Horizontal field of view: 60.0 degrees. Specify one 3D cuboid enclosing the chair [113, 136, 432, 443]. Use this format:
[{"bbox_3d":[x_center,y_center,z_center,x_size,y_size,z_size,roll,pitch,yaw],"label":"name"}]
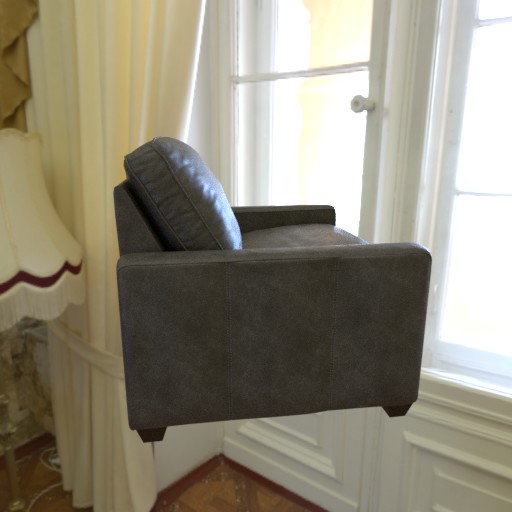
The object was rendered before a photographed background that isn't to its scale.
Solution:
[{"bbox_3d":[0.000,0.000,1.759,0.939,0.916,1.006,-2,15,-9],"label":"chair"}]
